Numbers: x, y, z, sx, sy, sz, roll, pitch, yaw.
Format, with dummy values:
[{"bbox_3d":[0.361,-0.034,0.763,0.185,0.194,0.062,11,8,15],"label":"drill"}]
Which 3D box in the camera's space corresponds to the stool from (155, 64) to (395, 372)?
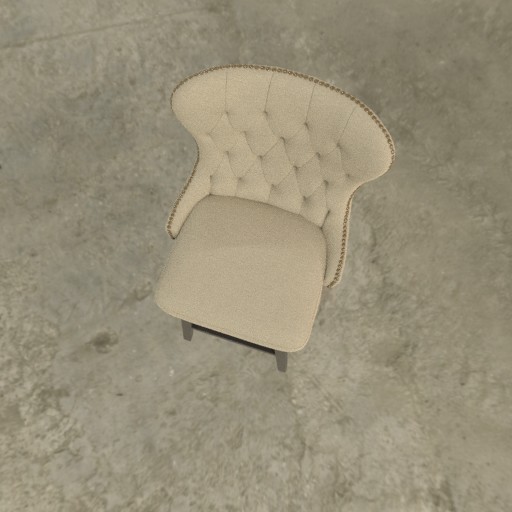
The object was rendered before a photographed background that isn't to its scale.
[{"bbox_3d":[0.000,0.000,1.415,0.528,1.066,0.605,17,76,5],"label":"stool"}]
